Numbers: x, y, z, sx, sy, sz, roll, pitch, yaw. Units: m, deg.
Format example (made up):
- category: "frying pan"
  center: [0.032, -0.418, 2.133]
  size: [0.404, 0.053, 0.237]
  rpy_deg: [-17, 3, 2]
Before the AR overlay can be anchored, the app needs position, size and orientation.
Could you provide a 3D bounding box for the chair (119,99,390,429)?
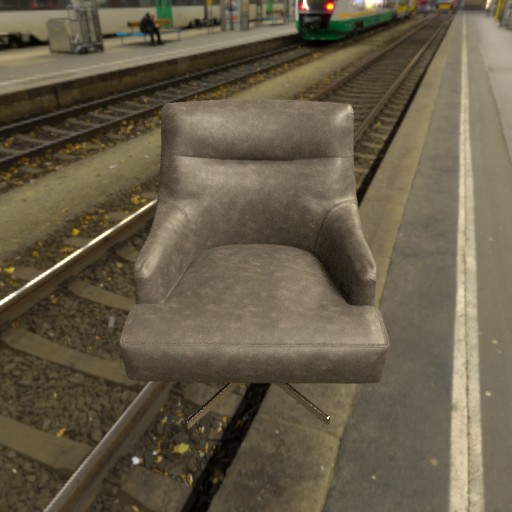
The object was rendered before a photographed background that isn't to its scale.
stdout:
- category: "chair"
  center: [0.000, 0.000, 1.508]
  size: [0.738, 0.870, 0.874]
  rpy_deg: [0, 30, 1]
